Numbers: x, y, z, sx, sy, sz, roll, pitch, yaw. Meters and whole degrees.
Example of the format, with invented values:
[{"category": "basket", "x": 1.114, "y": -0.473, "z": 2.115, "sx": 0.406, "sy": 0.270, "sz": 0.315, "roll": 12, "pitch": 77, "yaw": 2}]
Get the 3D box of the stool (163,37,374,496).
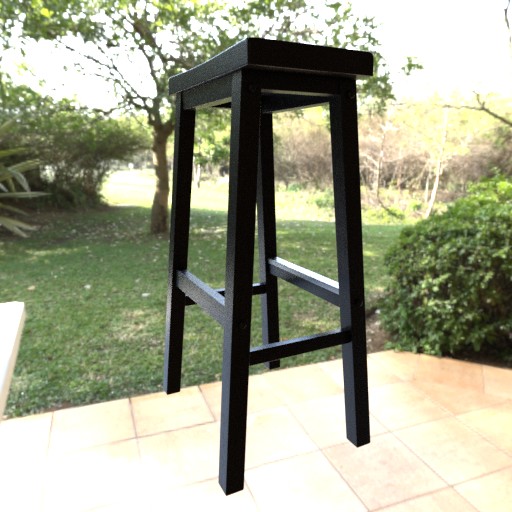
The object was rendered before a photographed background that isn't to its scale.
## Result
[{"category": "stool", "x": 0.000, "y": 0.000, "z": 0.932, "sx": 0.322, "sy": 0.742, "sz": 0.406, "roll": -7, "pitch": 15, "yaw": -26}]
